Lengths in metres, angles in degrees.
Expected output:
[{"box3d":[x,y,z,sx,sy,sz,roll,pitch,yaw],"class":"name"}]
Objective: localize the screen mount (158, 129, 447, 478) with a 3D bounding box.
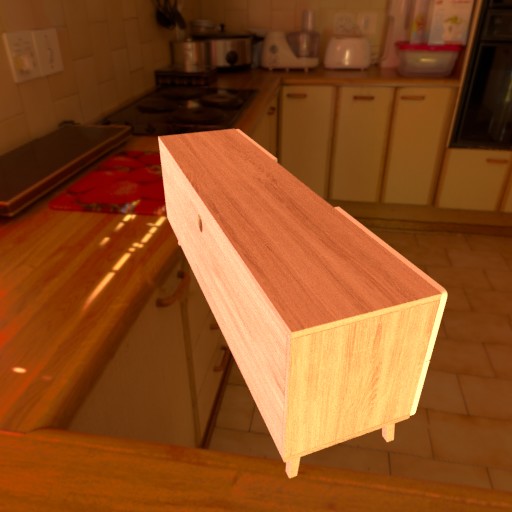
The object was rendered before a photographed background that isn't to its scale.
[{"box3d":[0.000,0.000,1.711,0.420,0.570,1.500,-11,33,-18],"class":"screen mount"}]
